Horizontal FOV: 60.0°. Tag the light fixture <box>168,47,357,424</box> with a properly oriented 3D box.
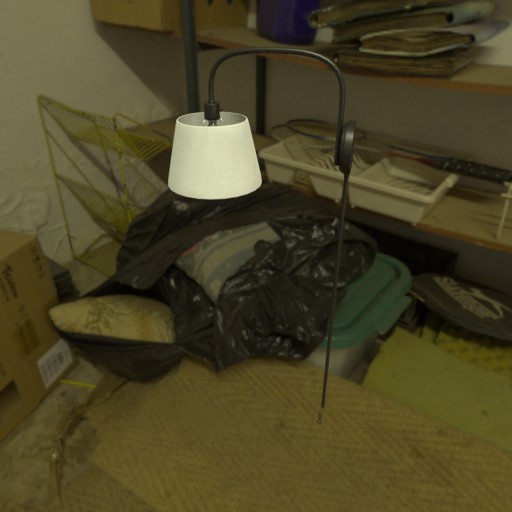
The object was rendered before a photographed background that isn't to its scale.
[{"bbox_3d":[0.000,0.000,0.467,0.176,0.399,0.092,8,30,13],"label":"light fixture"}]
